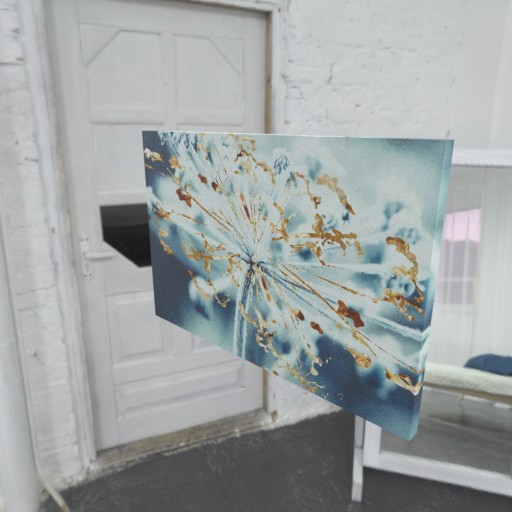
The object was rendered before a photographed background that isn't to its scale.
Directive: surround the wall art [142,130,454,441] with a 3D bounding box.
[{"bbox_3d":[0.000,0.000,1.146,0.912,0.608,0.038,16,23,41],"label":"wall art"}]
